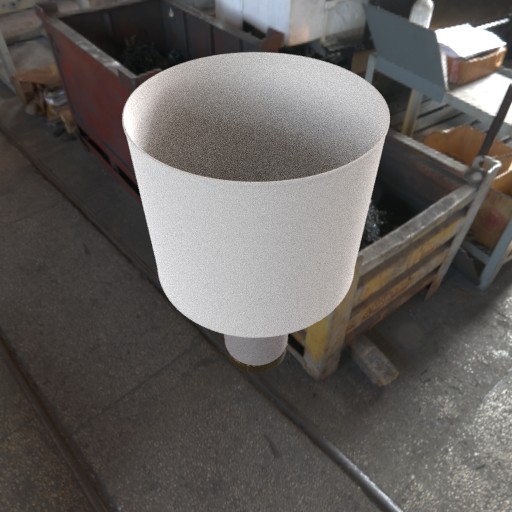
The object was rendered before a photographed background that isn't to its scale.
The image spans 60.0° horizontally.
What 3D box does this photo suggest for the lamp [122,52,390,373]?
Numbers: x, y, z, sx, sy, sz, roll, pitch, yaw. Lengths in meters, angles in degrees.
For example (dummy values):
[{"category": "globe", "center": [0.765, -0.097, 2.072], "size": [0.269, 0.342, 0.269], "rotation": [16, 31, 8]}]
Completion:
[{"category": "lamp", "center": [0.000, 0.000, 0.523], "size": [0.229, 0.380, 0.229], "rotation": [0, 46, 0]}]
